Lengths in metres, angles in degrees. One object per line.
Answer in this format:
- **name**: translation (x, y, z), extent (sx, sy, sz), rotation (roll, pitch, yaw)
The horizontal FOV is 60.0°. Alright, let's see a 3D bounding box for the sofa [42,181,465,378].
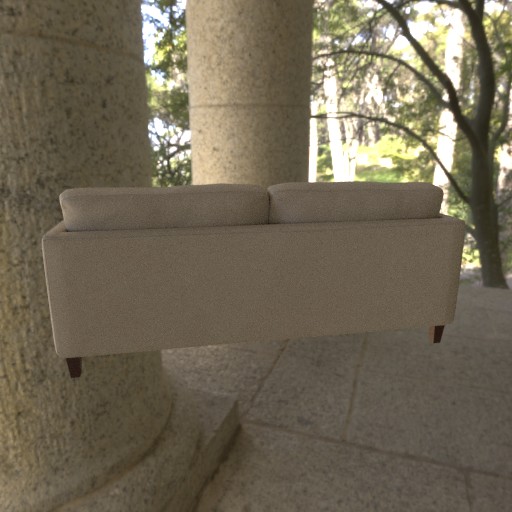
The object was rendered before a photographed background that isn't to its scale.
- **sofa**: translation (0.000, 0.000, 2.697), extent (2.181, 0.932, 0.948), rotation (-3, 15, -11)
